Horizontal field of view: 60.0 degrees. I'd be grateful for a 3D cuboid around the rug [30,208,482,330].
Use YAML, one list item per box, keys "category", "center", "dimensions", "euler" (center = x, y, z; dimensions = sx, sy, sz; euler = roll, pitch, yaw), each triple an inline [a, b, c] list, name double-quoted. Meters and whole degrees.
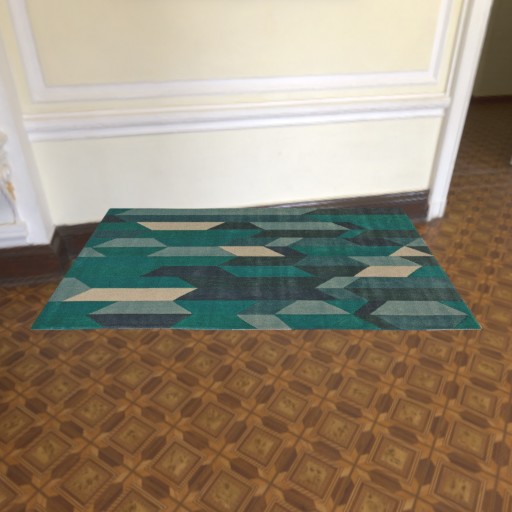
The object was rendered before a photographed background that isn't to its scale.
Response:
- category: "rug"
  center: [0.000, 0.000, 3.017]
  dimensions: [2.420, 0.005, 1.528]
  euler: [0, 31, 0]
